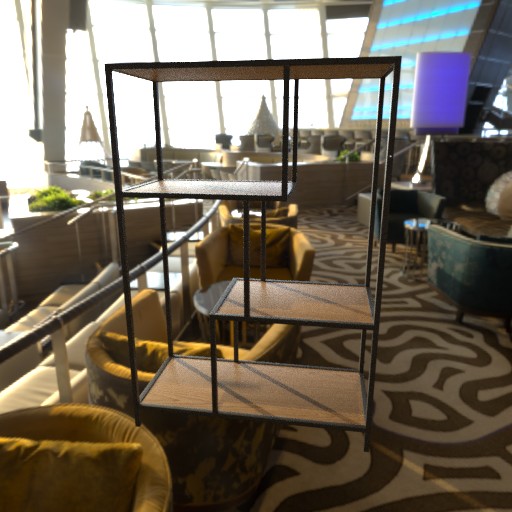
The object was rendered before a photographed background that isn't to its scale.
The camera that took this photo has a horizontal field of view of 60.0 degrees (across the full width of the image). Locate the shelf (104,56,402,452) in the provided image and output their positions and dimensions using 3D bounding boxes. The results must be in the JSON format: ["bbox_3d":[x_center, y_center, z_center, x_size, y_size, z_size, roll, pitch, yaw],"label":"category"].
[{"bbox_3d":[0.000,0.000,1.450,0.770,1.138,0.350,3,16,9],"label":"shelf"}]
